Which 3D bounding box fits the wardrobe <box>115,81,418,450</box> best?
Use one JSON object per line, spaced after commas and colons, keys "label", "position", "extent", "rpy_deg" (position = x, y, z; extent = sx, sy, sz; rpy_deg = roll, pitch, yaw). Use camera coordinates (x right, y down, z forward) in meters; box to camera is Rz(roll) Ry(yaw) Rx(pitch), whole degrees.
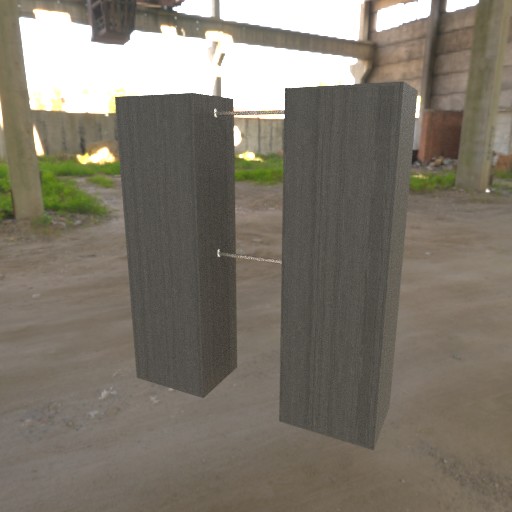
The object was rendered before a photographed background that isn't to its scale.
{"label": "wardrobe", "position": [0.000, 0.000, 2.897], "extent": [1.770, 2.000, 0.480], "rpy_deg": [8, 17, 26]}
